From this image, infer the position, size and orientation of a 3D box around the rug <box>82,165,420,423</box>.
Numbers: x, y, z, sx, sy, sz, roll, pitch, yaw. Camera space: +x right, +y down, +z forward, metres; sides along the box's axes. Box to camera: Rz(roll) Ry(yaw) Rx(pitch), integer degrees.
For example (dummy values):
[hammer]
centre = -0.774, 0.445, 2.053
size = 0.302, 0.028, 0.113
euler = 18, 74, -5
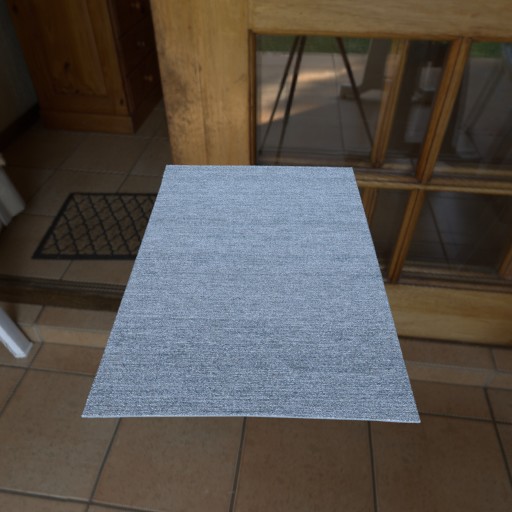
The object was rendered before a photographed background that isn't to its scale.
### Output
[rug]
centre = 0.000, 0.000, 2.970
size = 1.616, 0.030, 2.338
euler = 1, 42, 1
